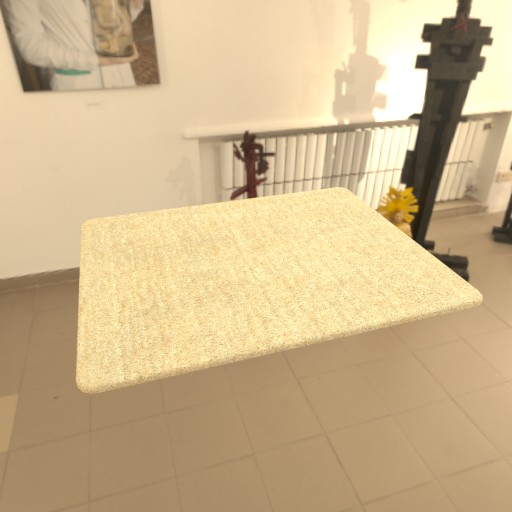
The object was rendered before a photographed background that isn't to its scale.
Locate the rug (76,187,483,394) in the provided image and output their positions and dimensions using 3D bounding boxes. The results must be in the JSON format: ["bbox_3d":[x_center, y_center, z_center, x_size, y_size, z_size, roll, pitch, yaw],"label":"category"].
[{"bbox_3d":[0.000,0.000,3.351,2.528,0.048,2.009,-9,32,-15],"label":"rug"}]
